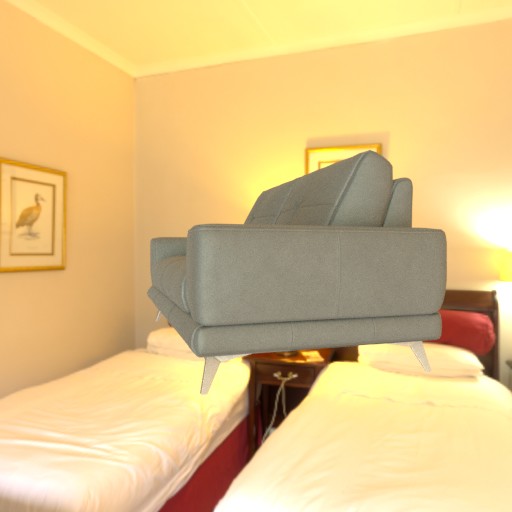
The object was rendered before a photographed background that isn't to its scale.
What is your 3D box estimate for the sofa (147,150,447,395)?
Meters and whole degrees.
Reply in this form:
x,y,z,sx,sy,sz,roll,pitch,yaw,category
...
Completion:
x,y,z,sx,sy,sz,roll,pitch,yaw,category
0.000,0.000,2.391,1.018,0.907,1.806,0,1,-18,sofa
